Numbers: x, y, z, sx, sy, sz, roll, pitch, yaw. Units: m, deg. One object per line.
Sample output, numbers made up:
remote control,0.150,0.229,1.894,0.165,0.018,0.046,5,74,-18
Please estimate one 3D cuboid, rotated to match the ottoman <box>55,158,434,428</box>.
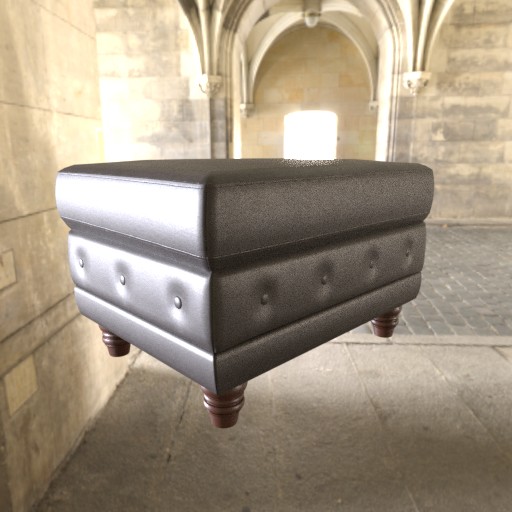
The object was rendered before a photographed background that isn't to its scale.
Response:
ottoman,0.000,0.000,1.165,0.795,0.498,0.590,-13,18,-43
